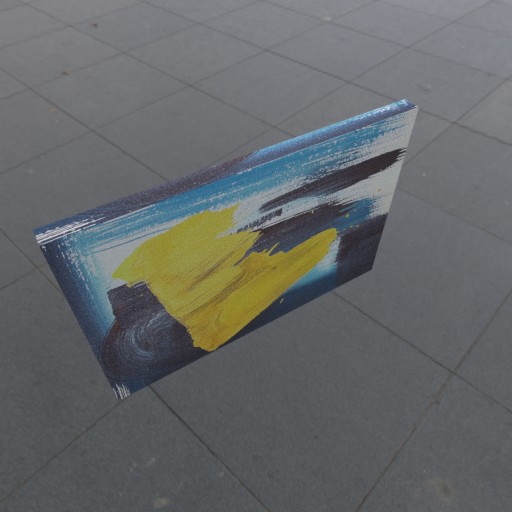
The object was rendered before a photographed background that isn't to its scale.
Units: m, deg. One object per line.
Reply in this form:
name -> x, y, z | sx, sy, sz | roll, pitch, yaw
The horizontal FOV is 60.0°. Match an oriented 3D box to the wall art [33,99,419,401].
wall art -> 0.000, 0.000, 0.779 | 0.609, 0.406, 0.033 | -24, 52, -21
